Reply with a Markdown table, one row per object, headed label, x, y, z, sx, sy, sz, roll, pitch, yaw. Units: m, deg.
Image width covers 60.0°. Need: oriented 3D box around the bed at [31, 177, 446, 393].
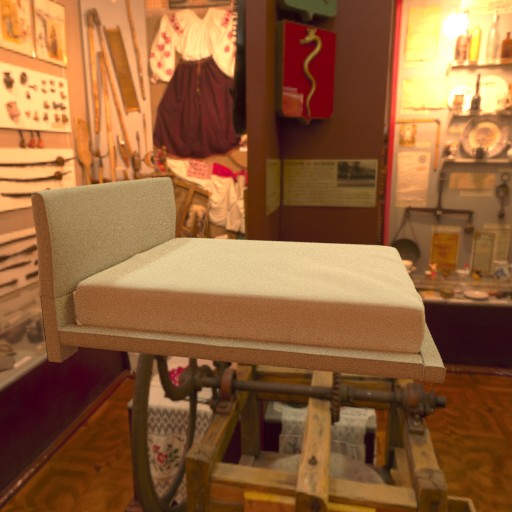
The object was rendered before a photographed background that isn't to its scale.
| label | x | y | z | sx | sy | sz | roll | pitch | yaw |
| --- | --- | --- | --- | --- | --- | --- | --- | --- | --- |
| bed | 0.000 | 0.000 | 3.472 | 2.498 | 1.126 | 1.980 | 3 | 13 | 12 |
